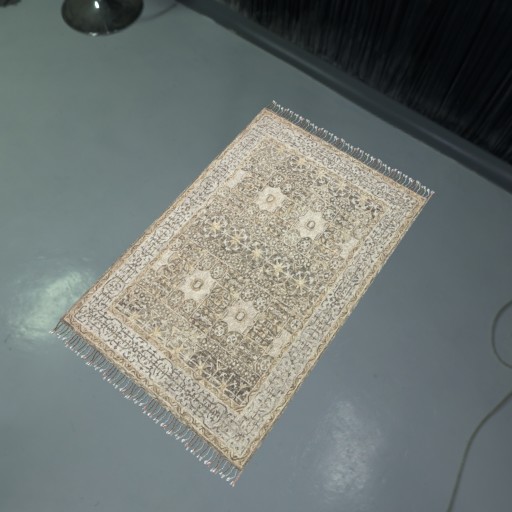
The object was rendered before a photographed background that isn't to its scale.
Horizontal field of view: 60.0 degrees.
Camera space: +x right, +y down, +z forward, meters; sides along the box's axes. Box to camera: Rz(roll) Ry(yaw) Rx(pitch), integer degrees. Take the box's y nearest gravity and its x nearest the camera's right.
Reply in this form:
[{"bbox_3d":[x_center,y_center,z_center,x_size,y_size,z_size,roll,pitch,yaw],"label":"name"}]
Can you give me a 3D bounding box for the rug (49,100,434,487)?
[{"bbox_3d":[0.000,0.000,2.535,1.237,0.010,2.029,34,69,15],"label":"rug"}]
